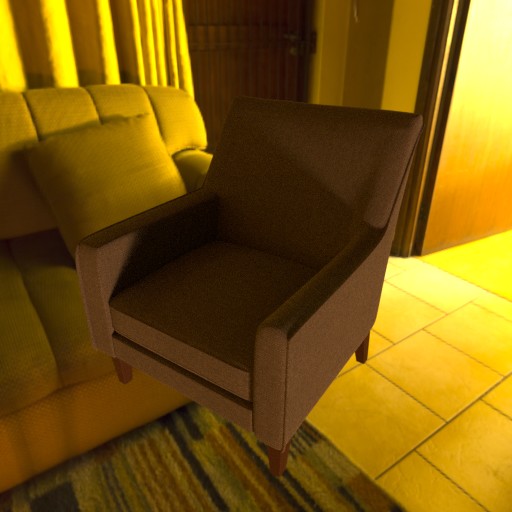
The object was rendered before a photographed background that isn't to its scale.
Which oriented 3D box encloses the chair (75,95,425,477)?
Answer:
[{"bbox_3d":[0.000,0.000,1.546,0.780,0.919,0.899,18,33,30],"label":"chair"}]
